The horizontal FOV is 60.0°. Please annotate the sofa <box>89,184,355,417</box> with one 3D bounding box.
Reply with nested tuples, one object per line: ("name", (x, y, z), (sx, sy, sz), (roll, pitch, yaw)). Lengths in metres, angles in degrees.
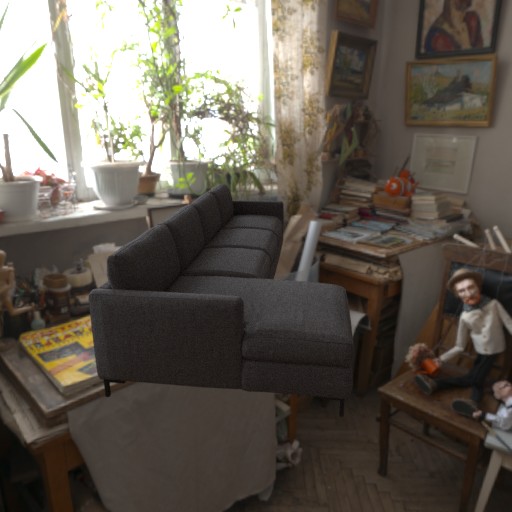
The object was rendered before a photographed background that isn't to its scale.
("sofa", (0.000, 0.000, 3.319), (1.258, 0.754, 2.731), (2, 17, 7))
